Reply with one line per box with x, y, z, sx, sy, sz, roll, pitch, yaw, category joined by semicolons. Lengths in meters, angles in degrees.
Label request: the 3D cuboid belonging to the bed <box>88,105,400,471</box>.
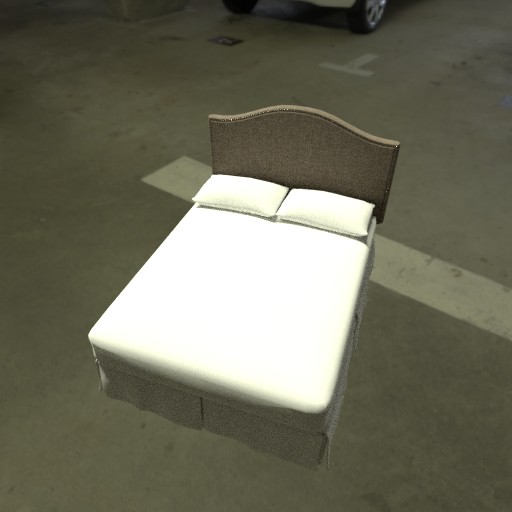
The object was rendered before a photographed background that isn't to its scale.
0.000;0.000;3.313;1.713;1.518;2.153;13;42;15;bed
